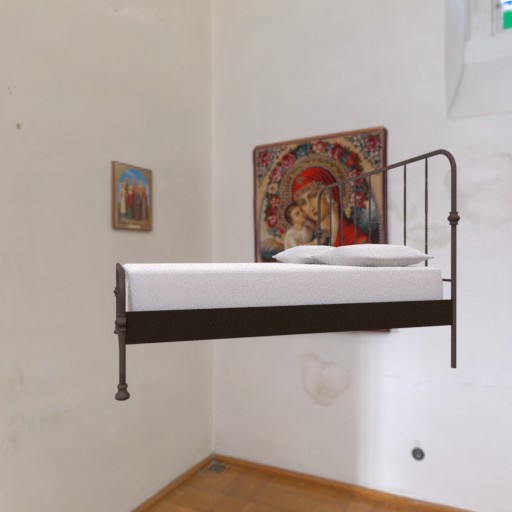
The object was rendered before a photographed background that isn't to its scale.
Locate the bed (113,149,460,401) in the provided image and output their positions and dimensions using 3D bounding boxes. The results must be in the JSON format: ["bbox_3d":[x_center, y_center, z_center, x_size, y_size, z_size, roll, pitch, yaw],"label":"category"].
[{"bbox_3d":[0.000,0.000,3.491,2.134,1.446,2.044,0,0,-18],"label":"bed"}]
